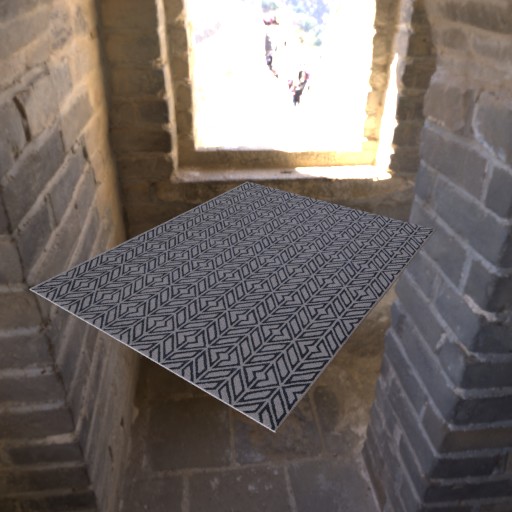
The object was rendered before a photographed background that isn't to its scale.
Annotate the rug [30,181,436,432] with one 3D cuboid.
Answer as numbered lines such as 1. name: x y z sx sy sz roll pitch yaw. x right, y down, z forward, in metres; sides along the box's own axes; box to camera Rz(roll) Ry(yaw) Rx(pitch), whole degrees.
1. rug: 0.000 0.000 4.121 2.421 0.008 3.045 20 35 30
